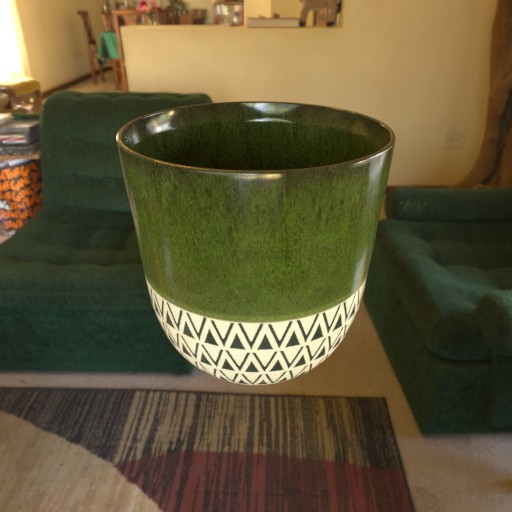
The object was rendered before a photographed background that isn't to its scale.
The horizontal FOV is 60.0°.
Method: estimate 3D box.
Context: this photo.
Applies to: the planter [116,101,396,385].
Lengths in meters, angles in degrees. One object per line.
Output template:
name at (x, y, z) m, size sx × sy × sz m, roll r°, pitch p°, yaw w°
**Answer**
planter at (0.000, 0.000, 0.469) m, size 0.245 × 0.270 × 0.245 m, roll 0°, pitch 30°, yaw 0°
